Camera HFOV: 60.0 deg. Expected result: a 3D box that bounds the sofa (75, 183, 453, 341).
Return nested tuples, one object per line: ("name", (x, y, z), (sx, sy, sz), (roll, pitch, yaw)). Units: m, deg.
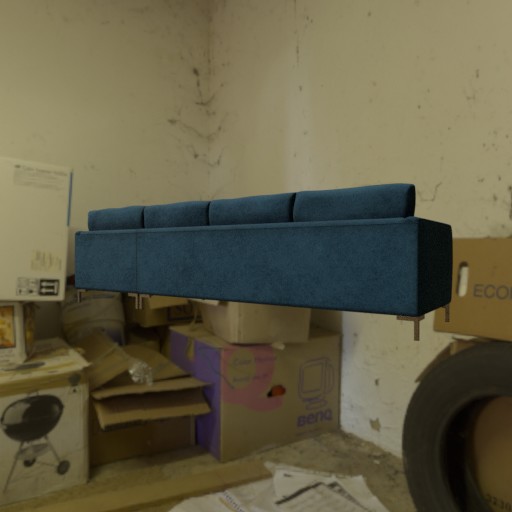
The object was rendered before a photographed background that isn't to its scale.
("sofa", (0.000, 0.000, 3.532), (2.932, 0.810, 1.350), (0, 1, 35))
